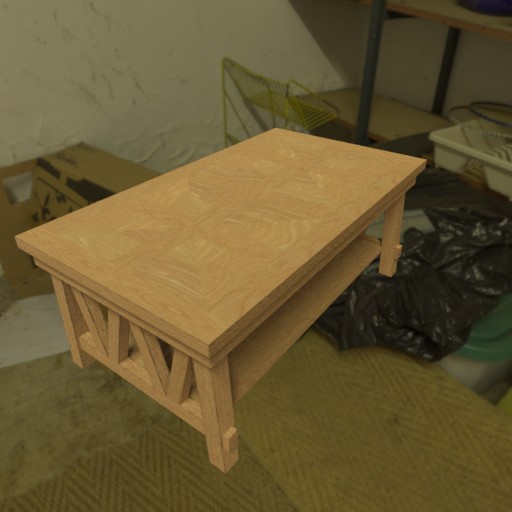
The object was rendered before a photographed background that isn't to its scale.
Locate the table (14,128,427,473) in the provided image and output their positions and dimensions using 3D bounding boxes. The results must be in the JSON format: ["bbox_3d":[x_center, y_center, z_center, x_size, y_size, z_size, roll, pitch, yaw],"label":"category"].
[{"bbox_3d":[0.000,0.000,1.605,0.711,0.507,1.270,22,38,30],"label":"table"}]
